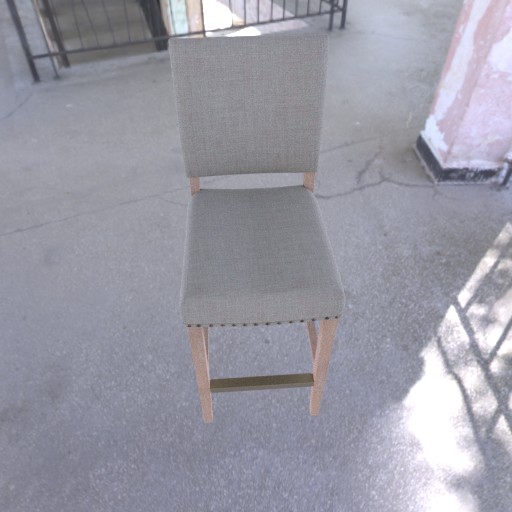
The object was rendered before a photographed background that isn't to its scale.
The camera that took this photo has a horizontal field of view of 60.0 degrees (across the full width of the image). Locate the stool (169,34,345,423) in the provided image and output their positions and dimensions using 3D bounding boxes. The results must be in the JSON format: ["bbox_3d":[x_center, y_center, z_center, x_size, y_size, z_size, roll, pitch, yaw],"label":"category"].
[{"bbox_3d":[0.000,0.000,1.433,0.445,1.173,0.585,-3,46,-3],"label":"stool"}]
